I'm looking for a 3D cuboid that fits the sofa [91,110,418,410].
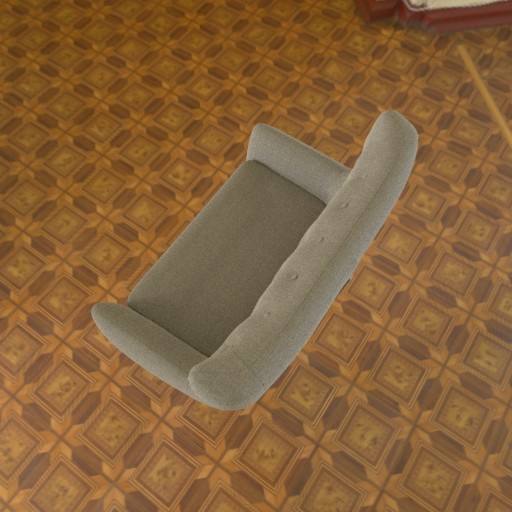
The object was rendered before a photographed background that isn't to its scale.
[{"bbox_3d":[0.000,0.000,2.079,0.884,1.028,1.386,32,68,15],"label":"sofa"}]
